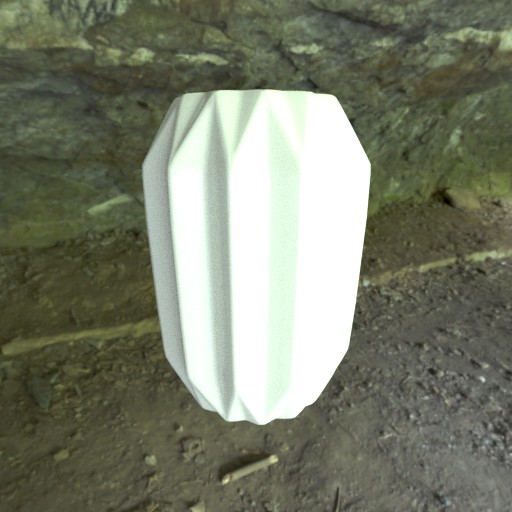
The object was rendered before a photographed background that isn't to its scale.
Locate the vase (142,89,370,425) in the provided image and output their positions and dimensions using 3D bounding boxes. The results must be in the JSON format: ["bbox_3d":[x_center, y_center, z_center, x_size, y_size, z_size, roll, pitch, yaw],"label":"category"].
[{"bbox_3d":[0.000,0.000,0.407,0.195,0.275,0.195,0,14,0],"label":"vase"}]
